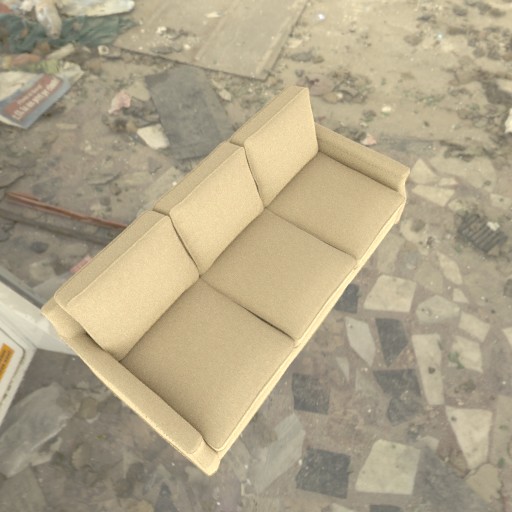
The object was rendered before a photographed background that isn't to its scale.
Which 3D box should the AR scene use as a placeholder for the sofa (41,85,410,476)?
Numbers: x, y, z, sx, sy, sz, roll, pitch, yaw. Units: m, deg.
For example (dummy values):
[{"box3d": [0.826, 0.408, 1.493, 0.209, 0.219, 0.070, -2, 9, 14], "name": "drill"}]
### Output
[{"box3d": [0.000, 0.000, 2.772, 1.084, 1.003, 2.246, 33, 63, 19], "name": "sofa"}]
